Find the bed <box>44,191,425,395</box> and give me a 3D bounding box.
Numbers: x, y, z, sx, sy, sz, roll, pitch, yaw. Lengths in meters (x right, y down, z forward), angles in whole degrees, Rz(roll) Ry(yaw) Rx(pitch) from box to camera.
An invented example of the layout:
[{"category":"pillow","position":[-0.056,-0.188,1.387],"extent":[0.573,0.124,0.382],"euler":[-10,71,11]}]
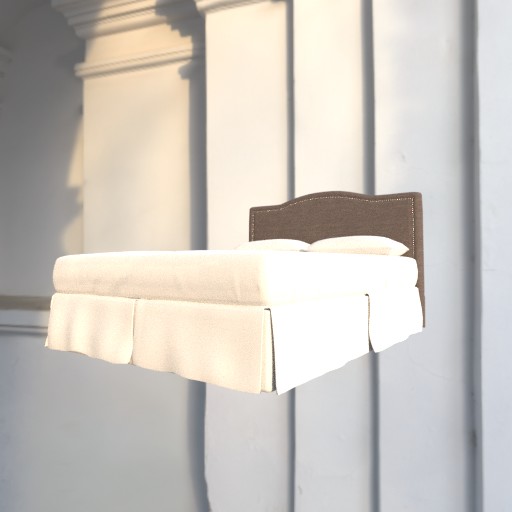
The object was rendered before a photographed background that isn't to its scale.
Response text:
[{"category":"bed","position":[0.000,0.000,3.835],"extent":[2.161,1.457,2.689],"euler":[-1,-1,36]}]
